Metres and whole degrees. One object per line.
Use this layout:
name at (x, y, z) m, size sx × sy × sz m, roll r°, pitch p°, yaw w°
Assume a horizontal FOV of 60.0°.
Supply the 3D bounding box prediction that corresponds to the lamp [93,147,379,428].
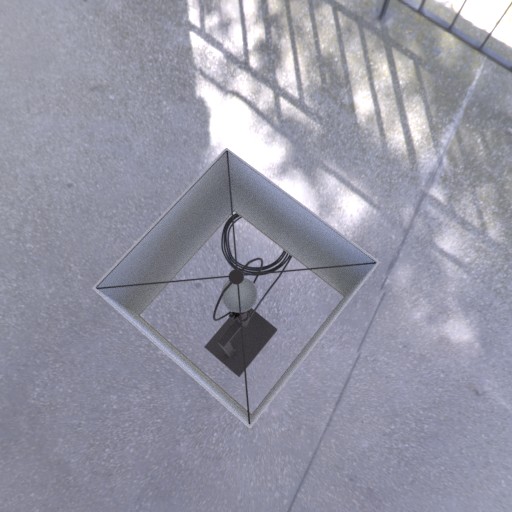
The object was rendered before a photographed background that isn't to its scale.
lamp at (0.000, 0.000, 0.956) m, size 0.399 × 0.660 × 0.504 m, roll 38°, pitch 77°, yaw 11°
